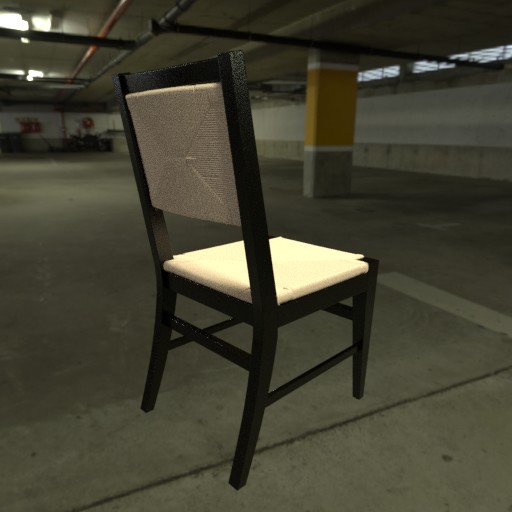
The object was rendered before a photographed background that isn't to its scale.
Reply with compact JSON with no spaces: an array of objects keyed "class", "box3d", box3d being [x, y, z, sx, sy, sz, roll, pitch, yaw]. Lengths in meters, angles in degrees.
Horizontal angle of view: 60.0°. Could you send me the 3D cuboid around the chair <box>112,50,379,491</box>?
[{"class":"chair","box3d":[0.000,0.000,1.210,0.552,0.927,0.437,-14,21,-42]}]
